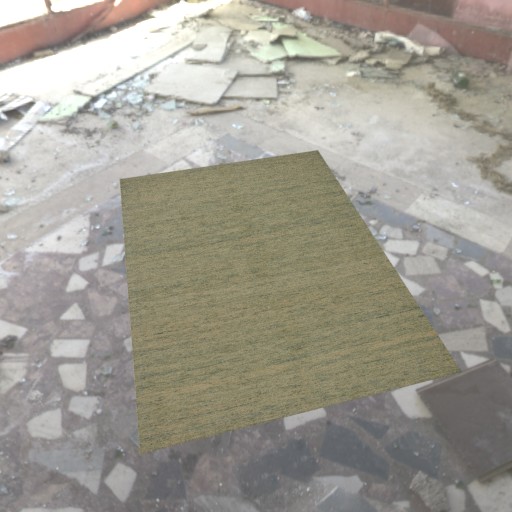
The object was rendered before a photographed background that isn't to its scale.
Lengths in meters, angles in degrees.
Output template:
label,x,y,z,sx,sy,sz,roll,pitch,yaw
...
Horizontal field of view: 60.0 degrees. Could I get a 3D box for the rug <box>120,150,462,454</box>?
label,x,y,z,sx,sy,sz,roll,pitch,yaw
rug,0.000,0.000,4.269,2.437,0.014,3.201,-10,47,-10
